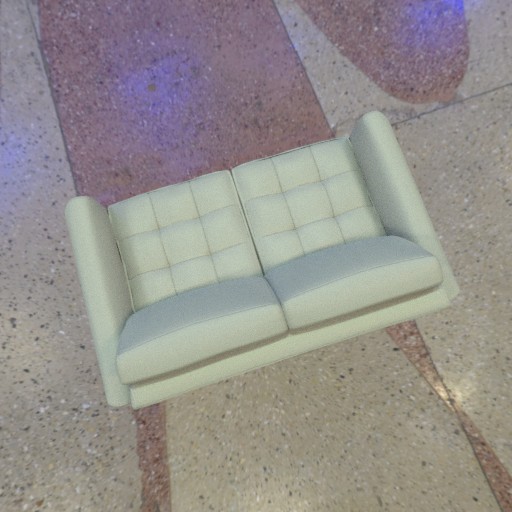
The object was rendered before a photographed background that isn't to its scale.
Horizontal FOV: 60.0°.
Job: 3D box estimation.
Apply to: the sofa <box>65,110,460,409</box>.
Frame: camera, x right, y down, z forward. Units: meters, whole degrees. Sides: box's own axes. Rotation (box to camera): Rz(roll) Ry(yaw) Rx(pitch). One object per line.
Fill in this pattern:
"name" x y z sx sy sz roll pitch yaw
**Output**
"sofa" 0.000 0.000 2.379 1.819 0.930 1.121 -17 78 -4
